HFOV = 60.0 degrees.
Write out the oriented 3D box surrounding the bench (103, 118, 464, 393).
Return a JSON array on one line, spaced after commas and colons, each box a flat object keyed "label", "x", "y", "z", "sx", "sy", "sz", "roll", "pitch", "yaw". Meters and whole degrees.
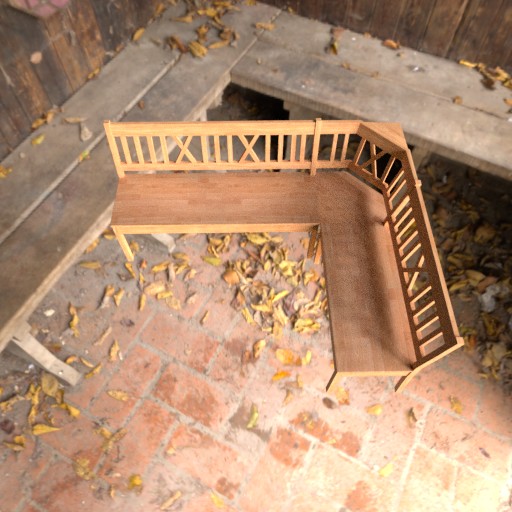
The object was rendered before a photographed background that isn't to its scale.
[{"label": "bench", "x": 0.000, "y": 0.000, "z": 2.856, "sx": 1.937, "sy": 0.902, "sz": 1.537, "roll": -1, "pitch": 59, "yaw": 0}]
